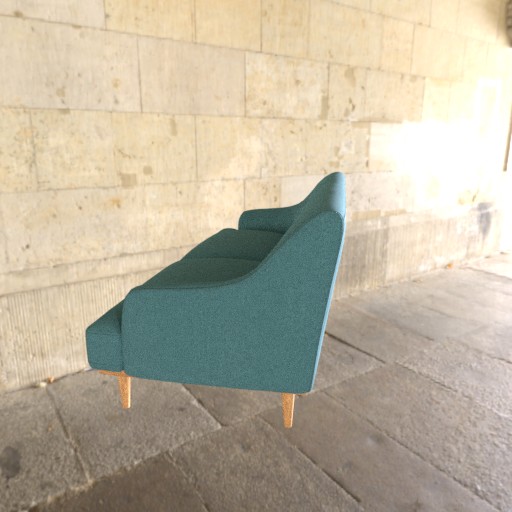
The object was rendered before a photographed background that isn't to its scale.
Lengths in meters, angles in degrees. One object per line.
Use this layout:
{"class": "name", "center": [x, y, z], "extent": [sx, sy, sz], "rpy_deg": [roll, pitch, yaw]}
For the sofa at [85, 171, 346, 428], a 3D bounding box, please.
{"class": "sofa", "center": [0.000, 0.000, 2.556], "extent": [0.978, 0.871, 2.057], "rpy_deg": [3, 15, 11]}
